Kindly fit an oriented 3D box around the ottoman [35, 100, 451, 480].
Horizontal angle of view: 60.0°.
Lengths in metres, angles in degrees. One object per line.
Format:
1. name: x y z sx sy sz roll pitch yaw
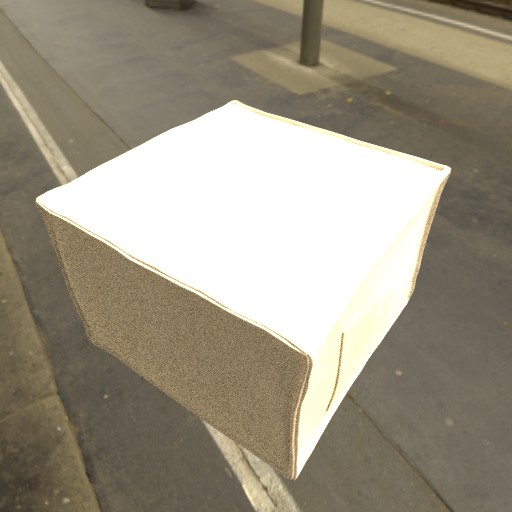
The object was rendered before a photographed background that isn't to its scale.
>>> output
1. ottoman: 0.000 0.000 1.122 0.696 0.470 0.707 25 47 26
